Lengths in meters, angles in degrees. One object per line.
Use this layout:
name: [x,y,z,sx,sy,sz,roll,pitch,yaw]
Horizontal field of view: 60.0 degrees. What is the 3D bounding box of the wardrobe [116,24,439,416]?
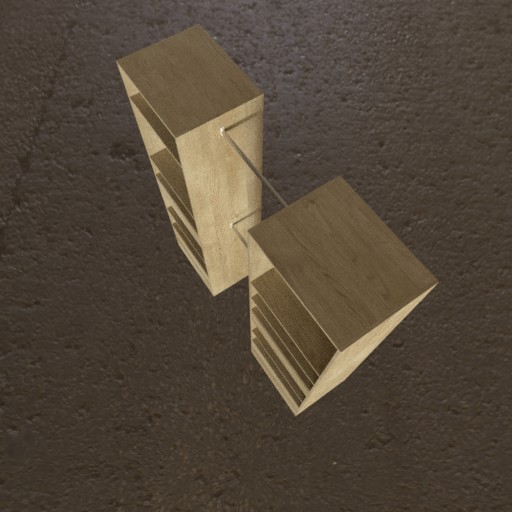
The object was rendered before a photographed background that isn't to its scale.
wardrobe: [0.000,0.000,2.846,0.480,2.000,1.770,-32,68,-14]
